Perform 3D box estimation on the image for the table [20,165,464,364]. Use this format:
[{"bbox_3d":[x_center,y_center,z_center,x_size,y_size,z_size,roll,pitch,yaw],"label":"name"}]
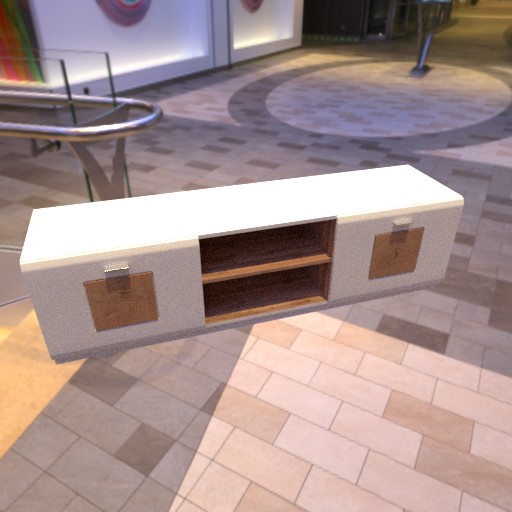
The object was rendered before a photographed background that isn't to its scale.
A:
[{"bbox_3d":[0.000,0.000,1.741,1.550,0.440,0.400,-9,33,-15],"label":"table"}]
